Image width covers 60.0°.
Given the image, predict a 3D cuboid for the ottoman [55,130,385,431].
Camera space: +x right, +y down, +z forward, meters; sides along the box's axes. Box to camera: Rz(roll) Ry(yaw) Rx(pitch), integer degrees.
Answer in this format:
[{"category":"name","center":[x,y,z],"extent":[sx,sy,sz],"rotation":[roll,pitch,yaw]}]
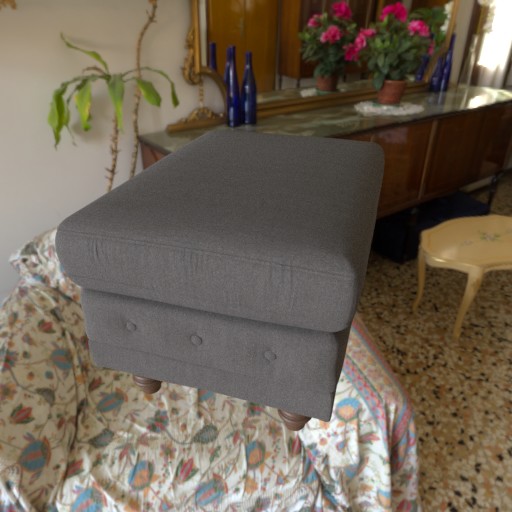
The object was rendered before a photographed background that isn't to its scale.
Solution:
[{"category":"ottoman","center":[0.000,0.000,1.144],"extent":[0.569,0.500,0.771],"rotation":[9,30,15]}]
